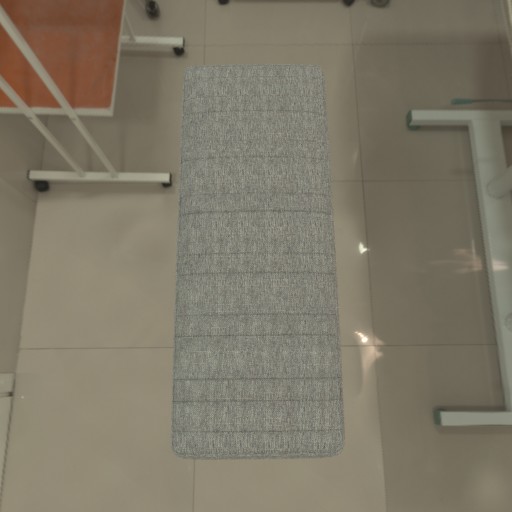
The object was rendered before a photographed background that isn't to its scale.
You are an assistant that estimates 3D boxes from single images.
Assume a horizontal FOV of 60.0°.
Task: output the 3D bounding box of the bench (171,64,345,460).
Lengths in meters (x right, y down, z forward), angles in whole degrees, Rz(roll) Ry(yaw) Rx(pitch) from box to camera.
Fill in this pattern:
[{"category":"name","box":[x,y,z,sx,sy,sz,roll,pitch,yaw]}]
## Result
[{"category":"bench","box":[0.000,0.000,1.369,0.429,0.470,1.100,-1,76,0]}]
